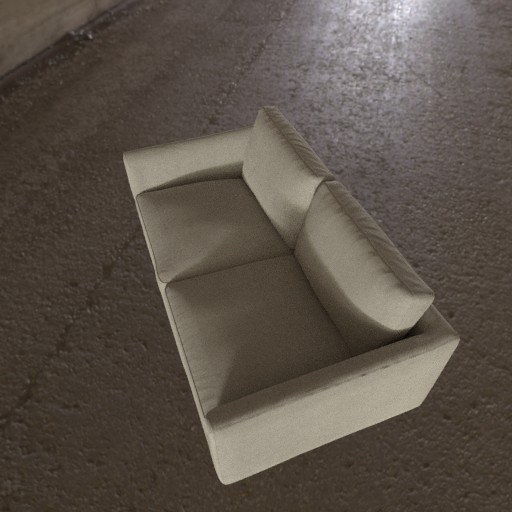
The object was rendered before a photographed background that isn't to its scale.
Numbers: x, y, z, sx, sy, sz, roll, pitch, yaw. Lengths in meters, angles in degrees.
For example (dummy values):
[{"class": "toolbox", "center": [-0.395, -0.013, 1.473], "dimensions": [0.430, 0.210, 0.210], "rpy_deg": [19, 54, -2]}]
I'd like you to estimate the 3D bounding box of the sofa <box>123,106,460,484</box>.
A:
[{"class": "sofa", "center": [0.000, 0.000, 2.447], "dimensions": [1.091, 0.839, 1.905], "rpy_deg": [-15, 48, -14]}]
